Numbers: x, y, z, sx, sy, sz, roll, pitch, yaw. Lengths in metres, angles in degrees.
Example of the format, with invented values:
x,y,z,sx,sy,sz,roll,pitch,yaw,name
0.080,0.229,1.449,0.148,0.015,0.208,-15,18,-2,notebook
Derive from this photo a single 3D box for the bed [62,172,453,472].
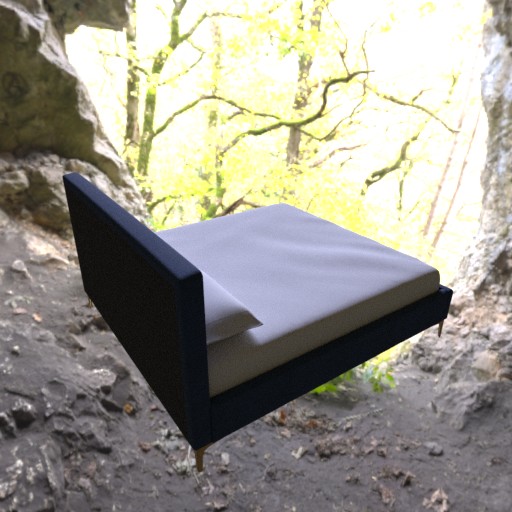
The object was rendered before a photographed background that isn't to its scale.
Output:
x,y,z,sx,sy,sz,roll,pitch,yaw,name
0.000,0.000,3.497,2.232,1.231,2.096,-17,30,-31,bed
